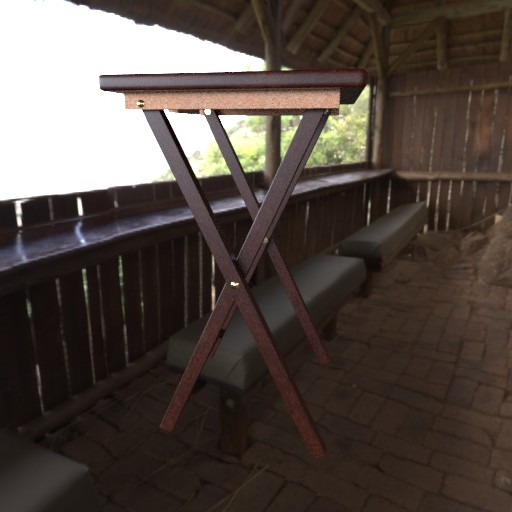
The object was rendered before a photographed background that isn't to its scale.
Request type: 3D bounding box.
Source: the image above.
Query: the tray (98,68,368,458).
[{"bbox_3d":[0.000,0.000,0.922,0.381,0.660,0.483,3,16,10],"label":"tray"}]
